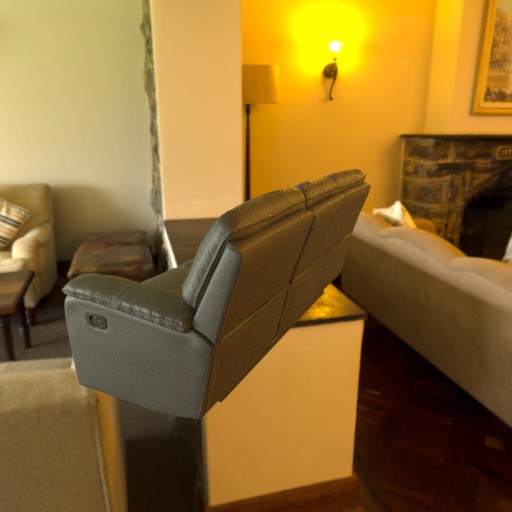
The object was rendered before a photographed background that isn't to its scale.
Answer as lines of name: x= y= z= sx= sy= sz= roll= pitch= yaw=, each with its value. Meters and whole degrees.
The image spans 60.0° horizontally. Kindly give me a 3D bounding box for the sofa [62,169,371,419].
sofa: x=0.000 y=0.000 z=3.192 sx=1.104 sy=1.134 sz=2.627 roll=8 pitch=18 yaw=25
